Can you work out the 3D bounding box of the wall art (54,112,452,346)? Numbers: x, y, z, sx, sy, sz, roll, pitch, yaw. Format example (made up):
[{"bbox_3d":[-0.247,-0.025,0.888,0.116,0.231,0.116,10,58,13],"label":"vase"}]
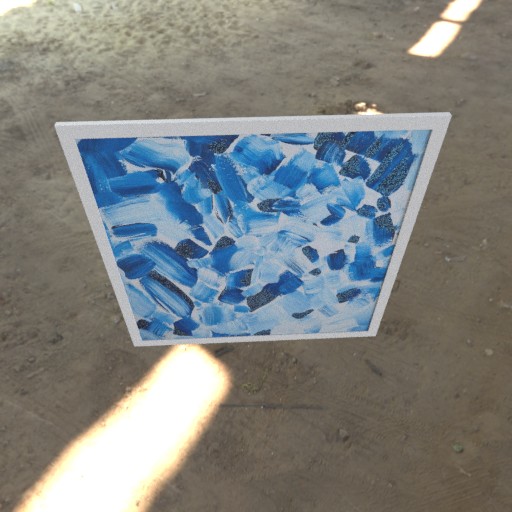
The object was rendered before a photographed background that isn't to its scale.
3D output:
[{"bbox_3d":[0.000,0.000,1.203,0.812,0.812,0.015,-2,46,-2],"label":"wall art"}]
